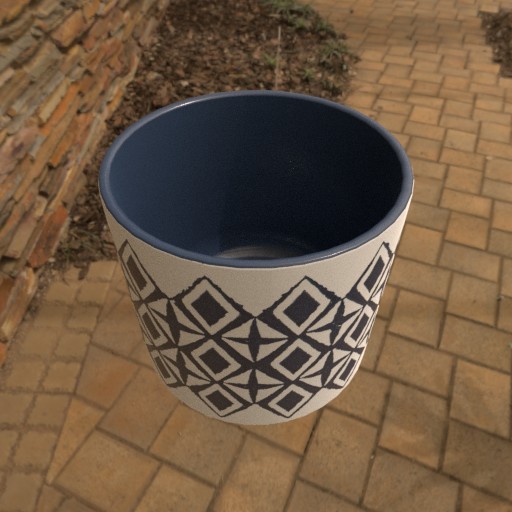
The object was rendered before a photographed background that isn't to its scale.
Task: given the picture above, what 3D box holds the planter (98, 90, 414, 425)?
[{"bbox_3d":[0.000,0.000,0.392,0.224,0.203,0.224,0,45,0],"label":"planter"}]
